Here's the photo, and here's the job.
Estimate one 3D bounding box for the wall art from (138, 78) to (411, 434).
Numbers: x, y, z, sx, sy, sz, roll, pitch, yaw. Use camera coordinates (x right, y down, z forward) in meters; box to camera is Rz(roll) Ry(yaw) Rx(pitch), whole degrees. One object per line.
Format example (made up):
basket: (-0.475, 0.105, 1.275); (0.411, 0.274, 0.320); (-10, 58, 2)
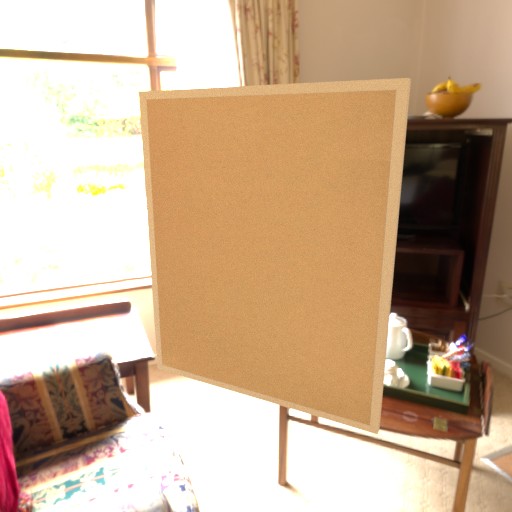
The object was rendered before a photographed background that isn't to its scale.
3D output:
wall art: (0.000, 0.000, 0.635); (0.382, 0.456, 0.013); (8, 18, 26)
